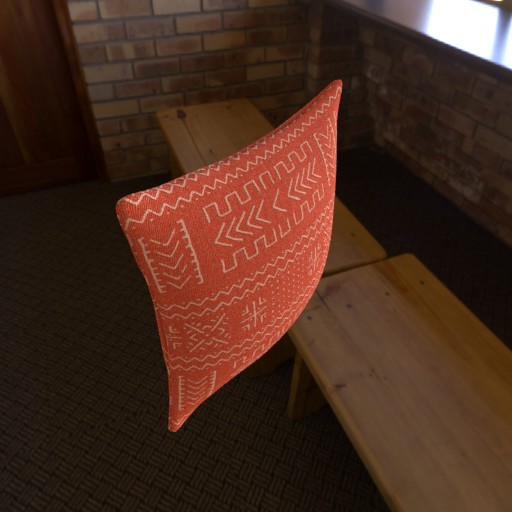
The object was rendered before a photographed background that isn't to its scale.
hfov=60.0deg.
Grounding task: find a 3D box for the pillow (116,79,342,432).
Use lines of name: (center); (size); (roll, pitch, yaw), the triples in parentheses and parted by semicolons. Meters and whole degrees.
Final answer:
pillow: (0.000, 0.000, 0.683); (0.164, 0.429, 0.438); (26, 47, 27)
